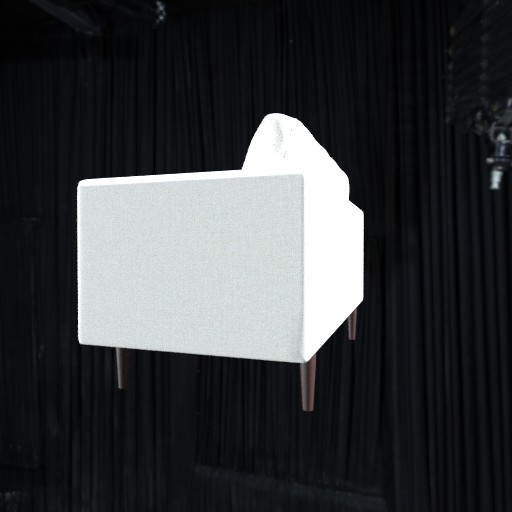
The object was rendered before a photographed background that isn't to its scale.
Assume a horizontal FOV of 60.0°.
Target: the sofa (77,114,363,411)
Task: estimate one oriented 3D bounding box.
[{"bbox_3d":[0.000,0.000,1.965,0.796,0.908,1.430,0,1,19],"label":"sofa"}]
